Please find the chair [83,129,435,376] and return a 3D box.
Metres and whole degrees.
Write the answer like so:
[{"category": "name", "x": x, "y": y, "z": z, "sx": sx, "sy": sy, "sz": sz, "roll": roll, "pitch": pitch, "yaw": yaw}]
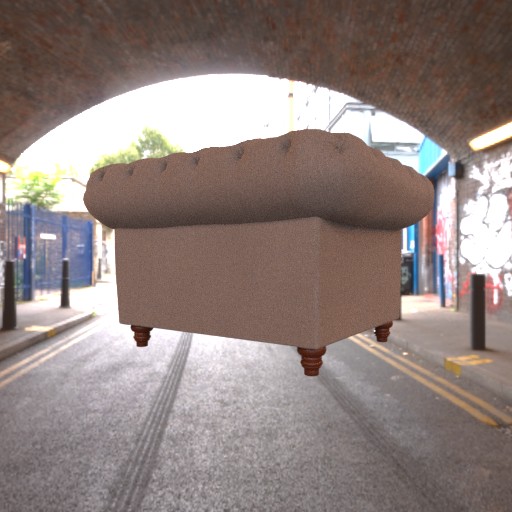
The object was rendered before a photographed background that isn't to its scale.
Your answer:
[{"category": "chair", "x": 0.000, "y": 0.000, "z": 1.891, "sx": 1.270, "sy": 0.770, "sz": 0.976, "roll": 0, "pitch": 0, "yaw": 35}]
